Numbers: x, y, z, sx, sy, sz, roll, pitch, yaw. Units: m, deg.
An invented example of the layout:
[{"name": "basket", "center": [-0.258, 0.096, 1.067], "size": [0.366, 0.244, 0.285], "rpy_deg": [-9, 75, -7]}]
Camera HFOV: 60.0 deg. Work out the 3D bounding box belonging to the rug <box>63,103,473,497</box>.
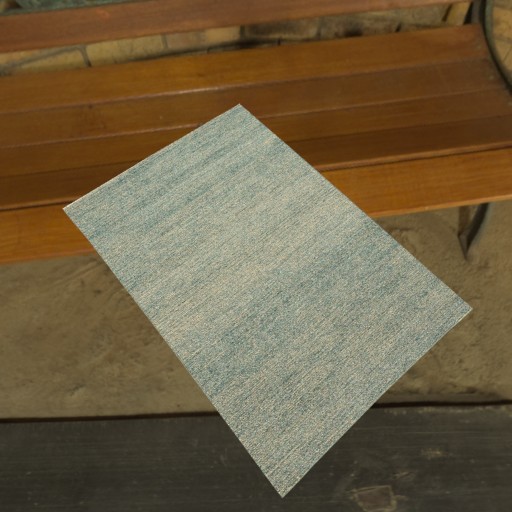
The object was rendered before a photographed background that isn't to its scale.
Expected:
[{"name": "rug", "center": [0.000, 0.000, 5.133], "size": [2.802, 0.052, 4.078], "rpy_deg": [-36, 68, -18]}]
